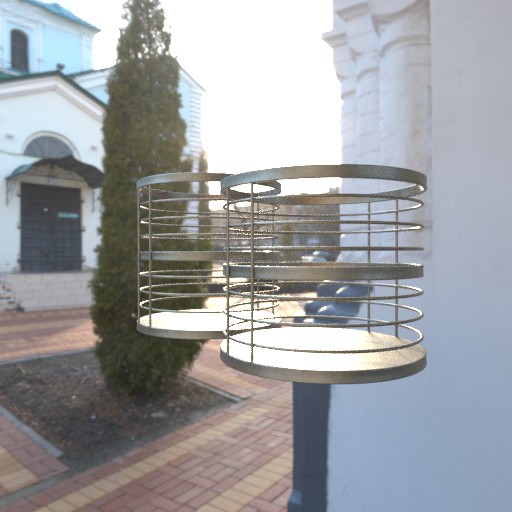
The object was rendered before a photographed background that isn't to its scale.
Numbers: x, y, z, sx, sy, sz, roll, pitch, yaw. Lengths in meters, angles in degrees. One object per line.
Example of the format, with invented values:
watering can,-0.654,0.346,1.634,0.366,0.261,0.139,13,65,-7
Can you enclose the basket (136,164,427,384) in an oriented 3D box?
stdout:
basket,0.000,0.000,0.947,0.356,0.351,0.746,0,1,-36
